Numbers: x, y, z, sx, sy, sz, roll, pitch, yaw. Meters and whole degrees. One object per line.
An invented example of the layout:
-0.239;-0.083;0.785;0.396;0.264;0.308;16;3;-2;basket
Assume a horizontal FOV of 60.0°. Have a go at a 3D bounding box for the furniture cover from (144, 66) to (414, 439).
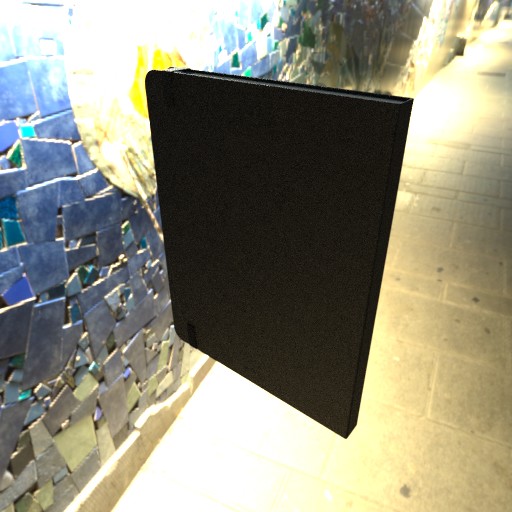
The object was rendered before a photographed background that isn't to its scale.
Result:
0.000;0.000;0.376;0.216;0.281;0.023;22;37;32;furniture cover
